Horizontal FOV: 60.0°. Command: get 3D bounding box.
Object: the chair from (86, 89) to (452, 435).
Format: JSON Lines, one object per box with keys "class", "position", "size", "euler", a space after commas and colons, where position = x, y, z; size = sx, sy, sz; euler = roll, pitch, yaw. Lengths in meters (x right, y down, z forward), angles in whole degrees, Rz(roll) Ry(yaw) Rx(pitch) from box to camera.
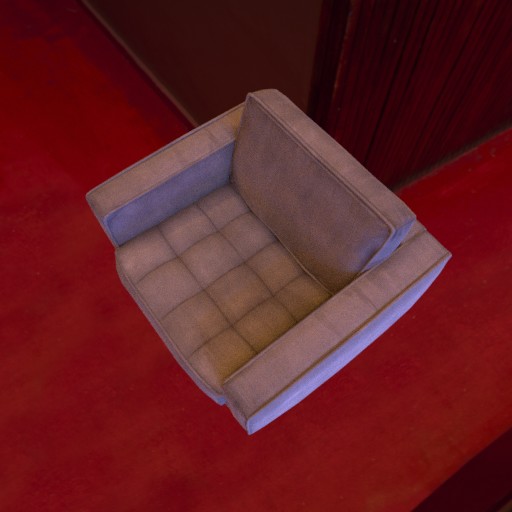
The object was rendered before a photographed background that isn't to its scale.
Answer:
{"class": "chair", "position": [0.000, 0.000, 1.549], "size": [0.843, 0.773, 0.928], "euler": [-35, 68, -16]}
